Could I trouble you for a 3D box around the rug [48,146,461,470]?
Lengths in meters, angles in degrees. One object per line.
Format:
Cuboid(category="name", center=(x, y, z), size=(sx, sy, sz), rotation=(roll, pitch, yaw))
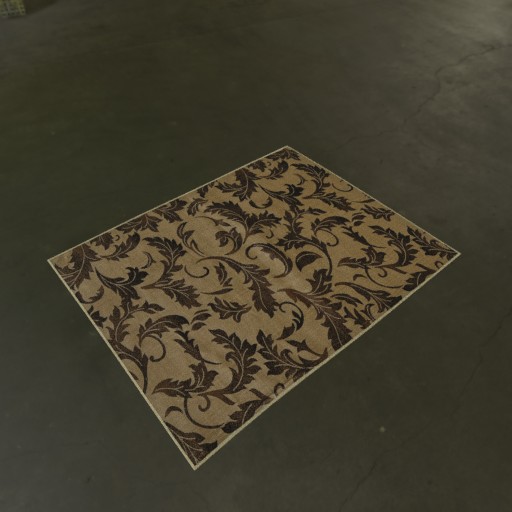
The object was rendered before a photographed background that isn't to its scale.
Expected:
Cuboid(category="rug", center=(0.000, 0.000, 4.063), size=(2.977, 0.008, 2.380), rotation=(-31, 53, -26))
